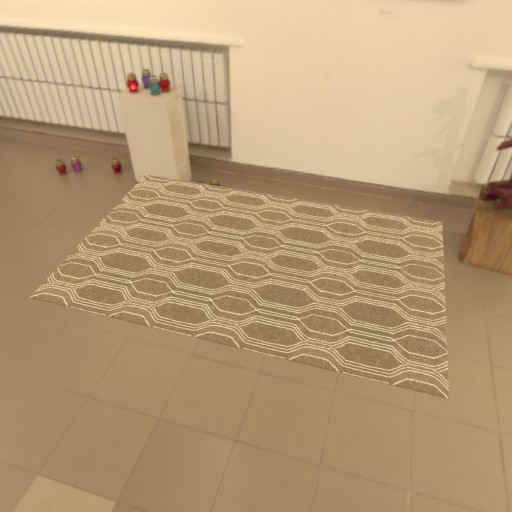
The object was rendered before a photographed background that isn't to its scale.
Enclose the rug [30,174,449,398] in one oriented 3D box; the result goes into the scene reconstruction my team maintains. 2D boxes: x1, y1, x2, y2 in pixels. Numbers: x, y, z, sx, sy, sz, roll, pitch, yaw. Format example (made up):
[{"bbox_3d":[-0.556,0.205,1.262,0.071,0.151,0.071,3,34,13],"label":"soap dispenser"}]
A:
[{"bbox_3d":[0.000,0.000,3.027,2.457,0.012,1.541,11,42,12],"label":"rug"}]
